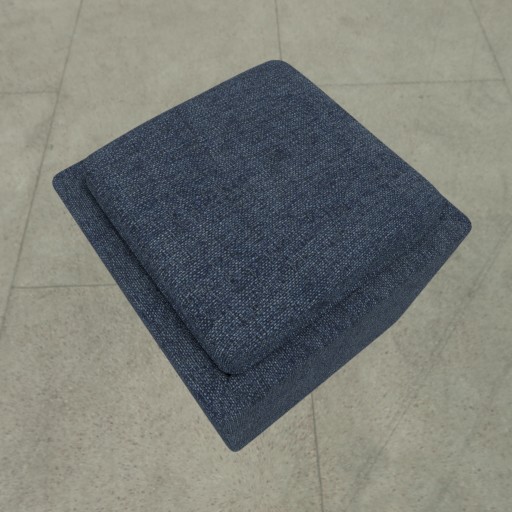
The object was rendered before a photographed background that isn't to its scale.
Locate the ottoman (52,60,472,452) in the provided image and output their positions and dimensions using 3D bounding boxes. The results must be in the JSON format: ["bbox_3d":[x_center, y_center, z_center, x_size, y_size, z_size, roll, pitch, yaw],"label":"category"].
[{"bbox_3d":[0.000,0.000,0.795,0.450,0.460,0.450,-34,67,-17],"label":"ottoman"}]
